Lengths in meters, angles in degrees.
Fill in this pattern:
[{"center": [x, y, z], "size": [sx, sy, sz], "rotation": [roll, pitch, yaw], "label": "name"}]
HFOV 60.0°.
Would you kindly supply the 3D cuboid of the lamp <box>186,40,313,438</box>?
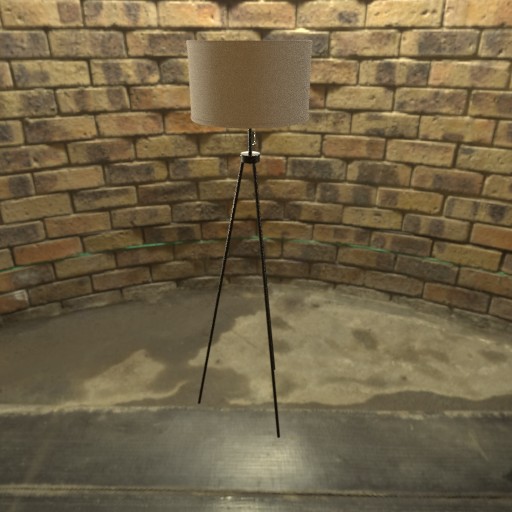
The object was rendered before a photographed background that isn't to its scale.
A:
[{"center": [0.000, 0.000, 1.766], "size": [0.448, 1.545, 0.458], "rotation": [-18, 31, -33], "label": "lamp"}]
